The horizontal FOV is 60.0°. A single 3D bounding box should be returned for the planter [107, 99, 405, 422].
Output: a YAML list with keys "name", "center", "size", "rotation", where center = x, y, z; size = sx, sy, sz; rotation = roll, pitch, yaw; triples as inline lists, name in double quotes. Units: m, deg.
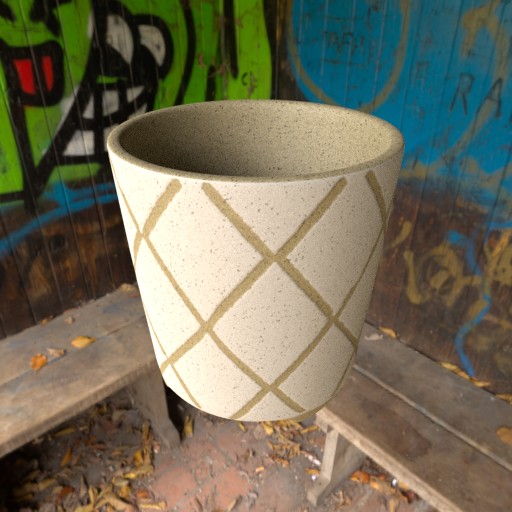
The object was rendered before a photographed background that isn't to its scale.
- name: "planter"
  center: [0.000, 0.000, 0.411]
  size: [0.228, 0.235, 0.228]
  rotation: [0, 31, 0]
